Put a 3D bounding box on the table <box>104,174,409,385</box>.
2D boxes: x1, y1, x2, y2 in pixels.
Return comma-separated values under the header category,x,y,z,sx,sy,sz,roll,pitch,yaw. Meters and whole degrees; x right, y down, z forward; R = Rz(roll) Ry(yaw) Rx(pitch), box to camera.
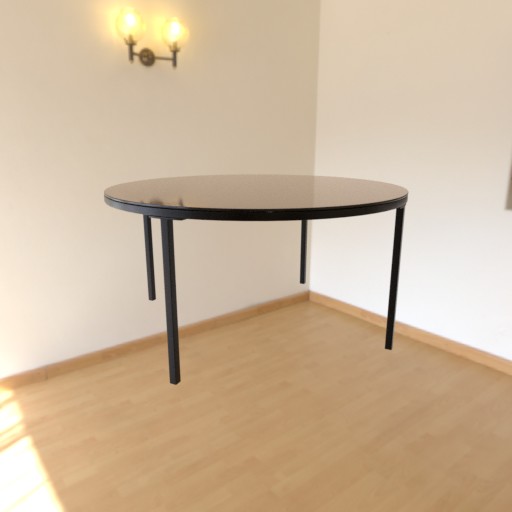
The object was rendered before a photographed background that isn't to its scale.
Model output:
category,x,y,z,sx,sy,sz,roll,pitch,yaw
table,0.000,0.000,1.276,0.800,0.400,0.800,0,15,0
